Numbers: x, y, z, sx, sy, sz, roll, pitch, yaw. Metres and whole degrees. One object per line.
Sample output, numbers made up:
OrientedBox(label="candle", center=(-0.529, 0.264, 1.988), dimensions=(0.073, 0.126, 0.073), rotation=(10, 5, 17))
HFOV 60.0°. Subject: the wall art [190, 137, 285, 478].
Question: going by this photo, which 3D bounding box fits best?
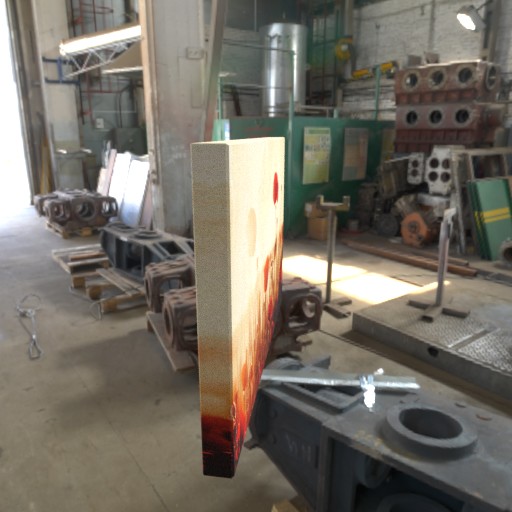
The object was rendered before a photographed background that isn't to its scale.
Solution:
OrientedBox(label="wall art", center=(0.000, 0.000, 0.788), dimensions=(0.040, 0.402, 0.613), rotation=(2, 16, 8))
